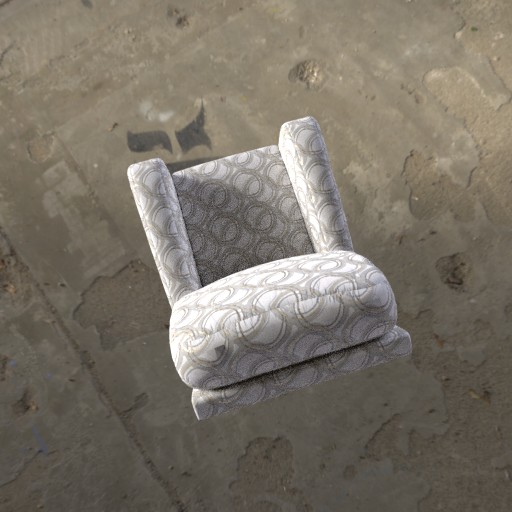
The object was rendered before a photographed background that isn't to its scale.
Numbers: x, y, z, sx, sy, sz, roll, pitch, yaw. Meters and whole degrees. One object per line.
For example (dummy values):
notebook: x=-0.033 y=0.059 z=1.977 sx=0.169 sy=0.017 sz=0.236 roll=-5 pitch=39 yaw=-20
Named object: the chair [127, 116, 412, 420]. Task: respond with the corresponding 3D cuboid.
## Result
chair: x=0.000 y=0.000 z=1.756 sx=0.796 sy=1.065 sz=0.995 roll=-16 pitch=77 yaw=-4
